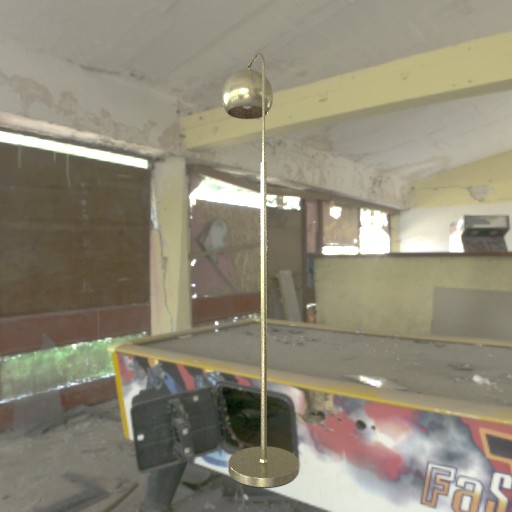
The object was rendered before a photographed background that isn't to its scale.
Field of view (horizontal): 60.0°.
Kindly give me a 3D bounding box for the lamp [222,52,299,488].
[{"bbox_3d":[0.000,0.000,1.667,0.250,1.526,0.431,0,-1,-18],"label":"lamp"}]
